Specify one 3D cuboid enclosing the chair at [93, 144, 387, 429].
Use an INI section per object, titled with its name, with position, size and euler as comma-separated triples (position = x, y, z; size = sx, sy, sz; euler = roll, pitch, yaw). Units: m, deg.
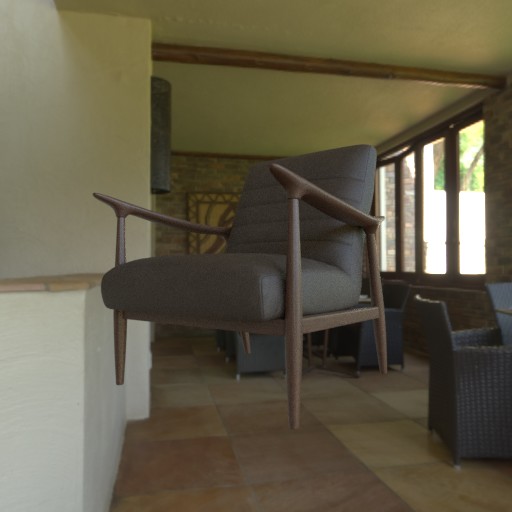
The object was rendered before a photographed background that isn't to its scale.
[chair]
position = 0.000, 0.000, 1.485
size = 0.741, 0.831, 0.798
euler = -1, -2, 36
